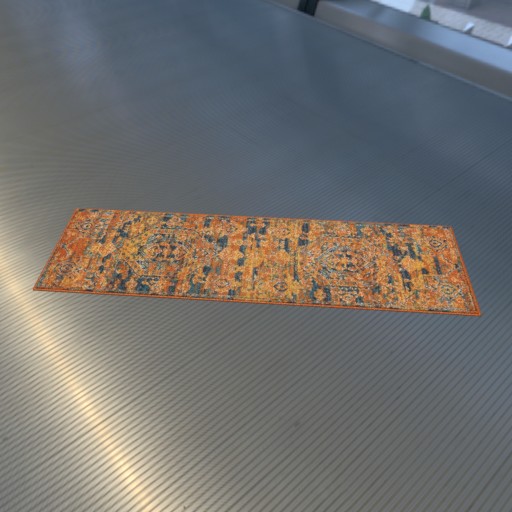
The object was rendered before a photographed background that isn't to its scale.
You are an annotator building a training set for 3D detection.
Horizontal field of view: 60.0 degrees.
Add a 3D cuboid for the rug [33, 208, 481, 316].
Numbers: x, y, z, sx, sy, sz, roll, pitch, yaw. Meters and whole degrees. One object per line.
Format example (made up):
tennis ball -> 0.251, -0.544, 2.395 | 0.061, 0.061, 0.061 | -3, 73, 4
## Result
rug -> 0.000, 0.000, 2.458 | 2.274, 0.016, 0.651 | 3, 47, 3
